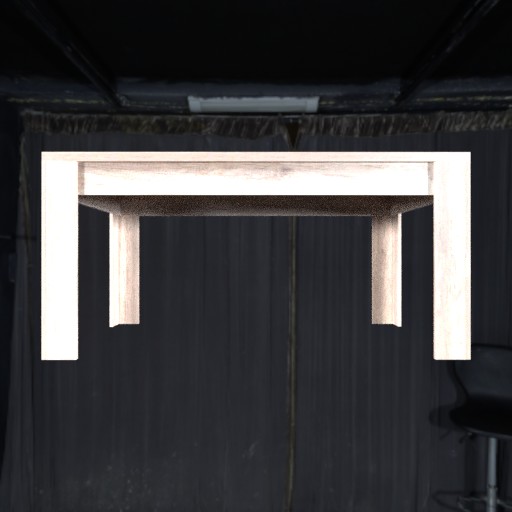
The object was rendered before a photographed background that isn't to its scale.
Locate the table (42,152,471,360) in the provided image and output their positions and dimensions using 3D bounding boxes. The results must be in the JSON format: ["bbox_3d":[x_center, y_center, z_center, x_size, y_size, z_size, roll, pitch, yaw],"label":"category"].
[{"bbox_3d":[0.000,0.000,2.103,1.600,0.775,0.900,0,0,0],"label":"table"}]
